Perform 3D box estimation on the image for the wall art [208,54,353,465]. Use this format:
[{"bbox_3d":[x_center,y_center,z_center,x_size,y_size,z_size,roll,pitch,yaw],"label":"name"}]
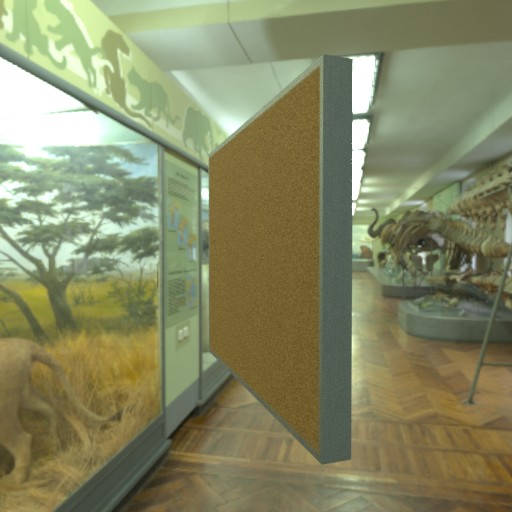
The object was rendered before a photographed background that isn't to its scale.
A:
[{"bbox_3d":[0.000,0.000,0.755,0.037,0.450,0.557,0,1,-19],"label":"wall art"}]
